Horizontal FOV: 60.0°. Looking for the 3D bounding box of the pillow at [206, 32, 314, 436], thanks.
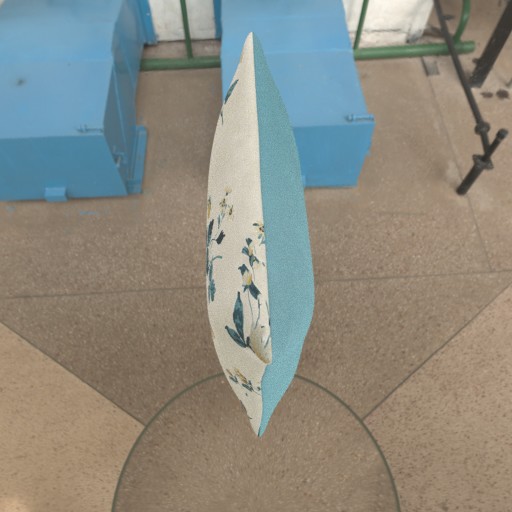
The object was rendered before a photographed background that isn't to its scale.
[{"bbox_3d":[0.000,0.000,0.779,0.166,0.507,0.526,-2,60,-1],"label":"pillow"}]
